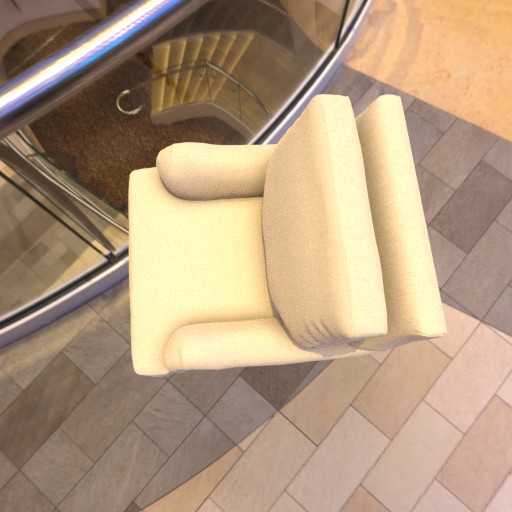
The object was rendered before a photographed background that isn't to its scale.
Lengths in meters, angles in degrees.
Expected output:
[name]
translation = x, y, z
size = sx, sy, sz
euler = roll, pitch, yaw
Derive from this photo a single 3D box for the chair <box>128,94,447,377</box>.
[chair]
translation = 0.000, 0.000, 1.836
size = 1.078, 1.076, 0.895
euler = -5, 75, -1
